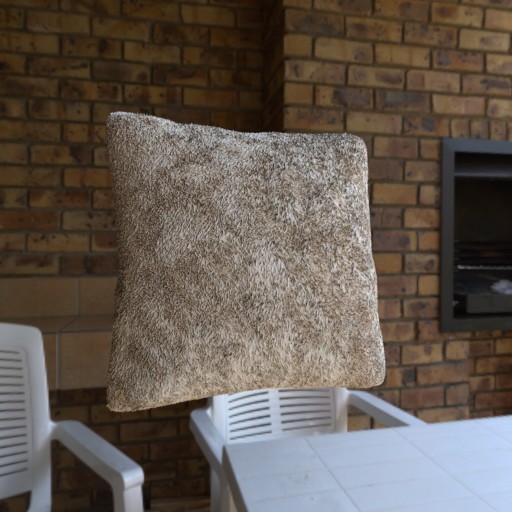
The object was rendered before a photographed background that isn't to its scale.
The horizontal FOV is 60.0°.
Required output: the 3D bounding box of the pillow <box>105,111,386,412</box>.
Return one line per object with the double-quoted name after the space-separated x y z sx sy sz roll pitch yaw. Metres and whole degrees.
0.000 0.000 0.821 0.529 0.515 0.218 0 1 -18 "pillow"
